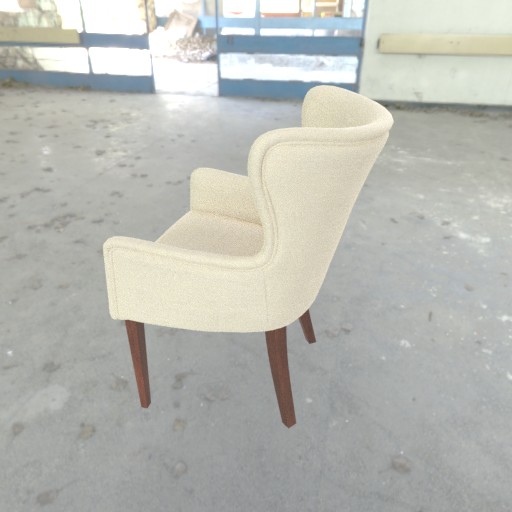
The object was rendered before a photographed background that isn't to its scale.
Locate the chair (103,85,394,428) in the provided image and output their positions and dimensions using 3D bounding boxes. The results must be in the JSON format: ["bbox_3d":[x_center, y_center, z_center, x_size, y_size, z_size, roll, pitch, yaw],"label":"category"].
[{"bbox_3d":[0.000,0.000,1.465,0.744,0.990,0.696,8,30,14],"label":"chair"}]
